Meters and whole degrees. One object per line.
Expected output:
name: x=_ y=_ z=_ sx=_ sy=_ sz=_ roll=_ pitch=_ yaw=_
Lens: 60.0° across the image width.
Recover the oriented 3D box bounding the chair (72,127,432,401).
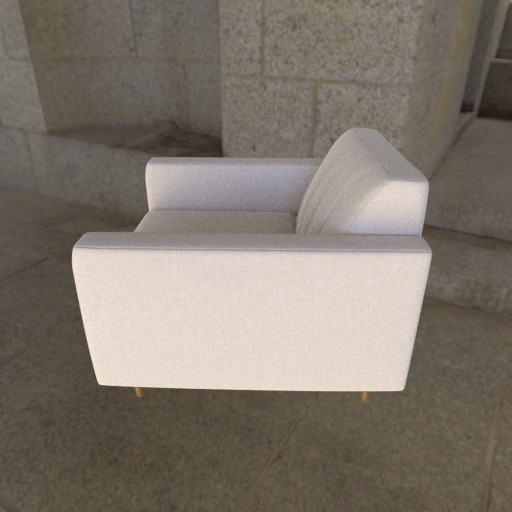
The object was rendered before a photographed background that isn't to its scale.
chair: x=0.000 y=0.000 z=1.661 sx=0.998 sy=0.819 sz=0.953 roll=1 pitch=28 yaw=1
